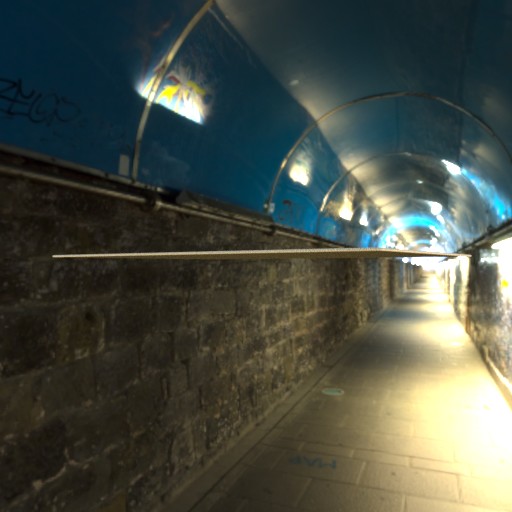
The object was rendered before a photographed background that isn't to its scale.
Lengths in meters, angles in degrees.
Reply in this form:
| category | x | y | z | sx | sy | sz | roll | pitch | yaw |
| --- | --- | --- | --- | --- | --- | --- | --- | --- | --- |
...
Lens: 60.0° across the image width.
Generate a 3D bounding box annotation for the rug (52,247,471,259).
| category | x | y | z | sx | sy | sz | roll | pitch | yaw |
| --- | --- | --- | --- | --- | --- | --- | --- | --- | --- |
| rug | 0.000 | 0.000 | 2.315 | 1.829 | 0.010 | 1.219 | -1 | -1 | 37 |
